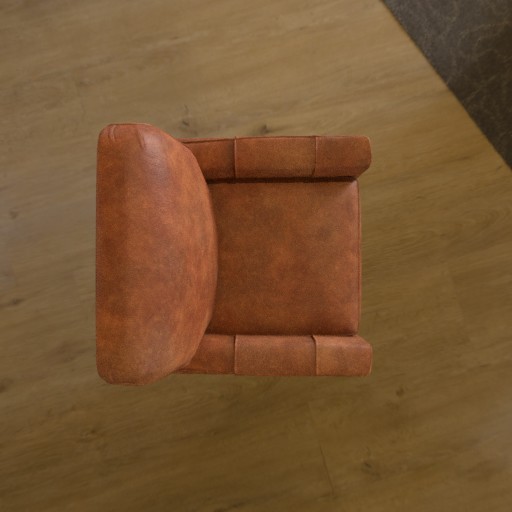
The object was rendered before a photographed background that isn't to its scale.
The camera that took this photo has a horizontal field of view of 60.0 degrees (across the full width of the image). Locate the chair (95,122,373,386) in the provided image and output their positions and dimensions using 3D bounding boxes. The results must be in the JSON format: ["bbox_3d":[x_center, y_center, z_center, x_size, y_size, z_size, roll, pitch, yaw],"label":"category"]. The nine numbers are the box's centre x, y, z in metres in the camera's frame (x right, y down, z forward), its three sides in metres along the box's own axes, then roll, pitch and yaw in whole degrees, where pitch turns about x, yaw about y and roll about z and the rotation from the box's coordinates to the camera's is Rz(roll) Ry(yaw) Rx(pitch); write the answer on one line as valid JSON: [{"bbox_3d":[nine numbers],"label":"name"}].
[{"bbox_3d":[0.000,0.000,1.630,0.836,1.043,0.843,0,89,-1],"label":"chair"}]
